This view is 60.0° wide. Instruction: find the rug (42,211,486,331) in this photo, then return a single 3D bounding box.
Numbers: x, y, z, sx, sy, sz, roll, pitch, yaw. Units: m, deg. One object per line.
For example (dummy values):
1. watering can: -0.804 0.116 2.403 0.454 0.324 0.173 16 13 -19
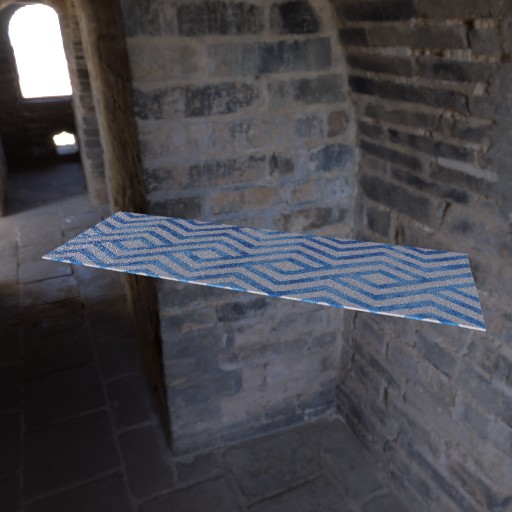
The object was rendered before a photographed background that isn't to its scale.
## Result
1. rug: 0.000 0.000 1.637 1.492 0.007 0.503 8 27 16
